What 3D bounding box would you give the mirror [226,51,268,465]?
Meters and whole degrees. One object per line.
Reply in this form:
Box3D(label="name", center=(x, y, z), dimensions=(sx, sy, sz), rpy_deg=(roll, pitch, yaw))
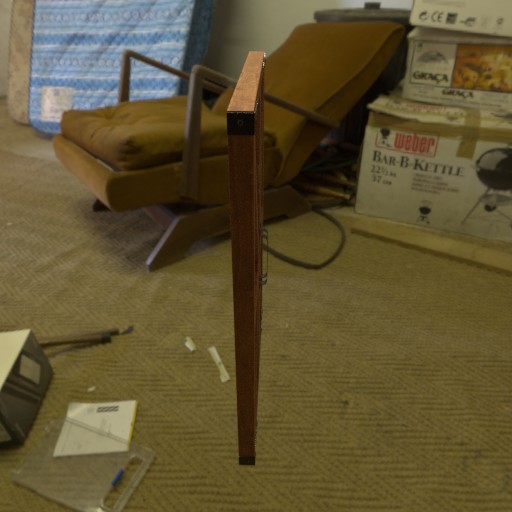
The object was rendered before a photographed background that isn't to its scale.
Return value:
Box3D(label="mirror", center=(0.000, 0.000, 0.981), dimensions=(0.053, 0.761, 0.517), rpy_deg=(1, 33, 2))
